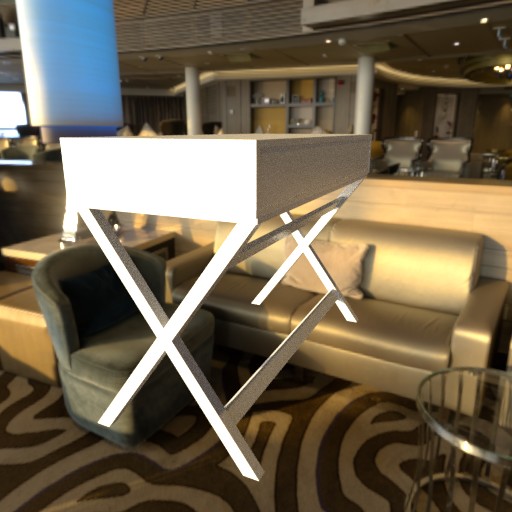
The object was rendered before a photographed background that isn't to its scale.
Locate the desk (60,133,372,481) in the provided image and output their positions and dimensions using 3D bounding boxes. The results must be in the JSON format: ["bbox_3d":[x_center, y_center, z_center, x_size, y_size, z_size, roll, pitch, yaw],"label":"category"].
[{"bbox_3d":[0.000,0.000,1.488,0.509,0.780,1.059,8,18,25],"label":"desk"}]
